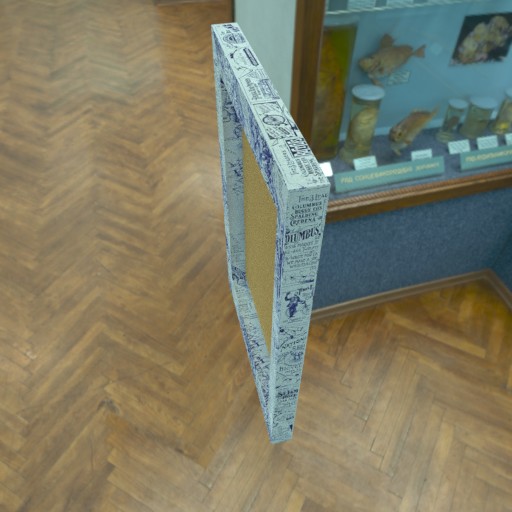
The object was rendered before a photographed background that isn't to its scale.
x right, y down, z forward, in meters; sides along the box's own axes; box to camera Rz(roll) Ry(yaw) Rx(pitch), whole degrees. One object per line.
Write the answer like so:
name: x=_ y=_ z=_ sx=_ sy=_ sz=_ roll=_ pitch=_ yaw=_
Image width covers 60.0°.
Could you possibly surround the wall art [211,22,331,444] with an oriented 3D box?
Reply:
wall art: x=0.000 y=0.000 z=0.469 sx=0.025 sy=0.376 sz=0.255 roll=-10 pitch=48 yaw=-9
